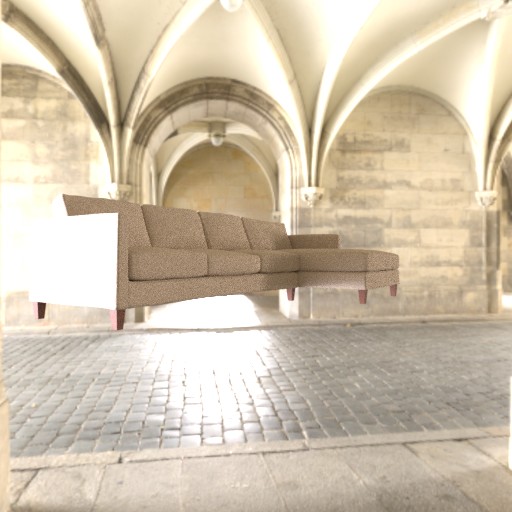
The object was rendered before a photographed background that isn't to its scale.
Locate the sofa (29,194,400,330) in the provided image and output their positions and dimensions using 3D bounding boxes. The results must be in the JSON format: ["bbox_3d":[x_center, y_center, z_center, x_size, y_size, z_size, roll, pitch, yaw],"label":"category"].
[{"bbox_3d":[0.000,0.000,3.899,1.625,0.861,3.186,0,0,34],"label":"sofa"}]
